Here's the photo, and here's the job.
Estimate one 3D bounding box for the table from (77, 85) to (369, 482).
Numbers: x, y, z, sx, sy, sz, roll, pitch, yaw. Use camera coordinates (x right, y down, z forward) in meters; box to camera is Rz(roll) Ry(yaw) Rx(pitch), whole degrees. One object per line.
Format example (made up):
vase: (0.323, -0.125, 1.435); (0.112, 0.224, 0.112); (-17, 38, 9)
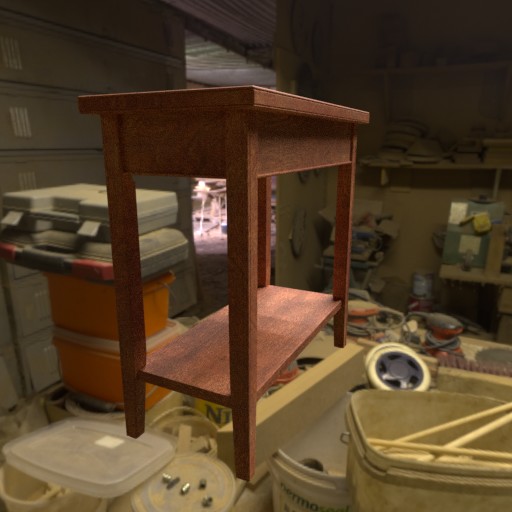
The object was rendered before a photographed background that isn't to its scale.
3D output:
table: (0.000, 0.000, 0.950); (0.305, 0.610, 0.610); (7, 16, 26)
